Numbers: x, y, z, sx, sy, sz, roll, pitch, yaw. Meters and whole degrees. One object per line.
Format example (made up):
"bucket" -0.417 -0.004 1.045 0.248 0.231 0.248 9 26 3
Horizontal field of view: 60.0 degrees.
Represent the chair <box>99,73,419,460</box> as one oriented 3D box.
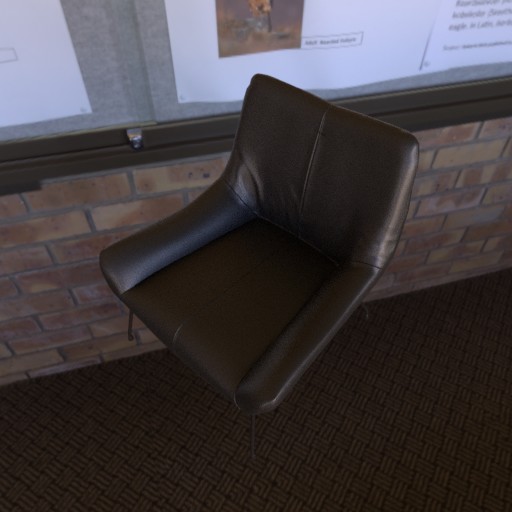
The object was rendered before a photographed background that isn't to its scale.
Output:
"chair" 0.000 0.000 1.598 0.836 0.922 0.826 34 55 28
